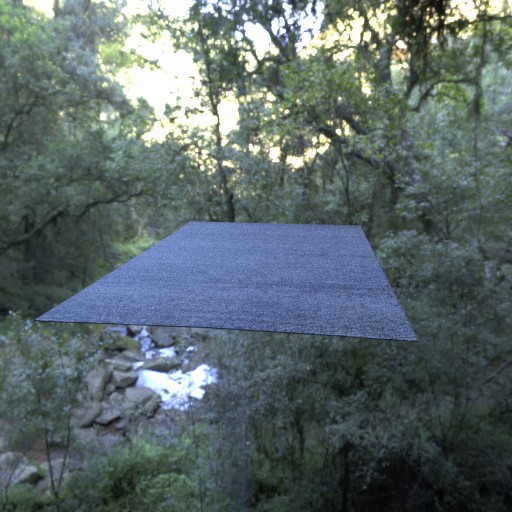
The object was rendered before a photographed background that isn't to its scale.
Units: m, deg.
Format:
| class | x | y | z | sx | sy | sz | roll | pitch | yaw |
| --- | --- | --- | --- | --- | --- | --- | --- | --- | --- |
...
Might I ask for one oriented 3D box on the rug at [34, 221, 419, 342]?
| class | x | y | z | sx | sy | sz | roll | pitch | yaw |
| --- | --- | --- | --- | --- | --- | --- | --- | --- | --- |
| rug | 0.000 | 0.000 | 2.109 | 1.135 | 0.010 | 1.740 | 2 | 15 | 8 |
